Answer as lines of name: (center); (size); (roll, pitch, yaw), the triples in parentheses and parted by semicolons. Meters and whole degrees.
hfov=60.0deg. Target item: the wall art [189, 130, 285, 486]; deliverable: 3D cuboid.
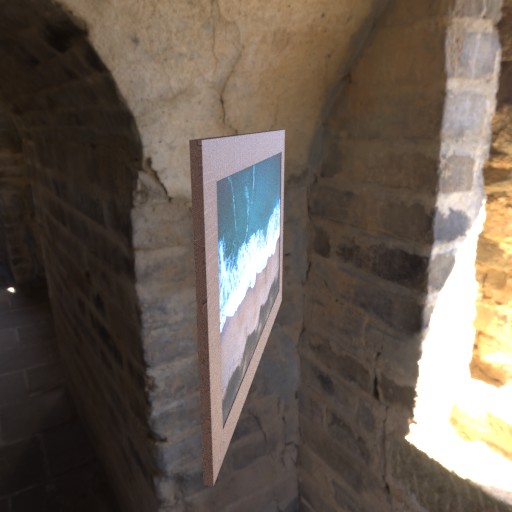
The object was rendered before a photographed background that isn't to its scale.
wall art: (0.000, 0.000, 1.170); (0.019, 0.626, 0.917); (3, 17, 11)
